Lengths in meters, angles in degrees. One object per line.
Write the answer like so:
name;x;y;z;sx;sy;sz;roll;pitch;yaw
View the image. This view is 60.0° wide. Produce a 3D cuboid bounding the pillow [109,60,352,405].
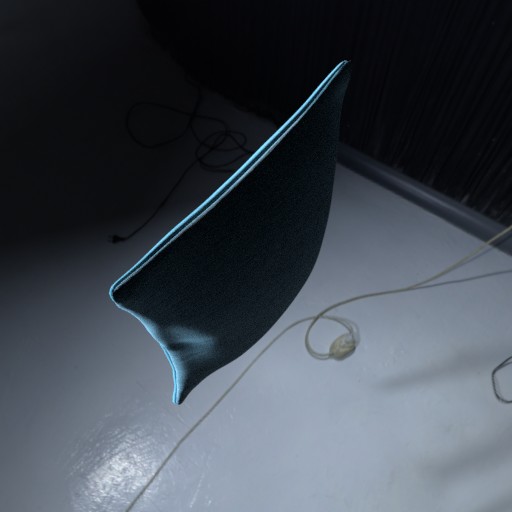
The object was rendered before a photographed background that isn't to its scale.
pillow;0.000;0.000;0.663;0.151;0.415;0.433;32;64;18
